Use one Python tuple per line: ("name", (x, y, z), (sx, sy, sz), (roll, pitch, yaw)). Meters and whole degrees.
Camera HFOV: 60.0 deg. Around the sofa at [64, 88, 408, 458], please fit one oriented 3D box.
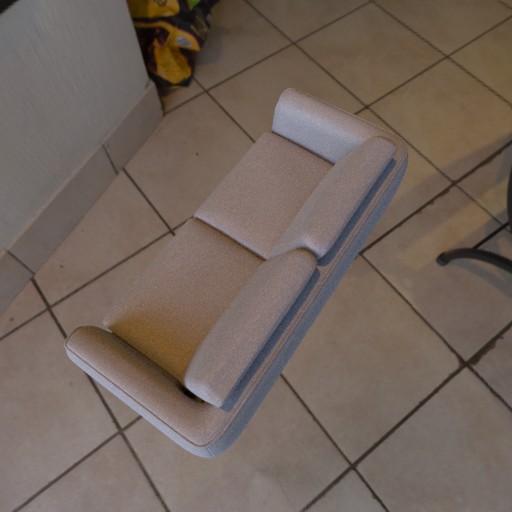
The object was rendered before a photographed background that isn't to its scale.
("sofa", (0.000, 0.000, 2.511), (0.920, 0.870, 2.000), (31, 68, 14))
